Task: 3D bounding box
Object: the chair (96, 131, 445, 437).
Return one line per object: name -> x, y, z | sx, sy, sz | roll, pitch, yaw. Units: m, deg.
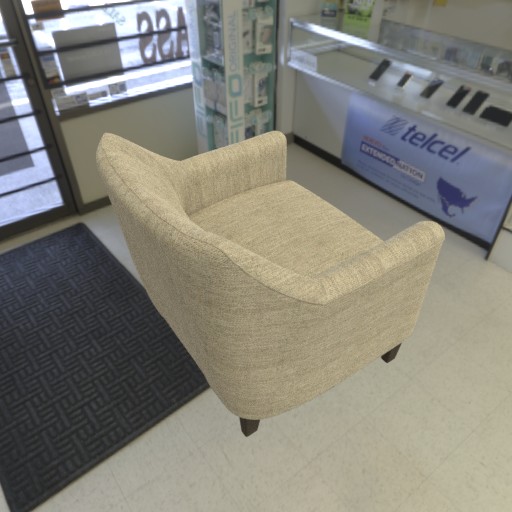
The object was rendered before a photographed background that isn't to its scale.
chair -> 0.000, 0.000, 1.404 | 0.758, 0.761, 0.796 | -24, 46, -26
